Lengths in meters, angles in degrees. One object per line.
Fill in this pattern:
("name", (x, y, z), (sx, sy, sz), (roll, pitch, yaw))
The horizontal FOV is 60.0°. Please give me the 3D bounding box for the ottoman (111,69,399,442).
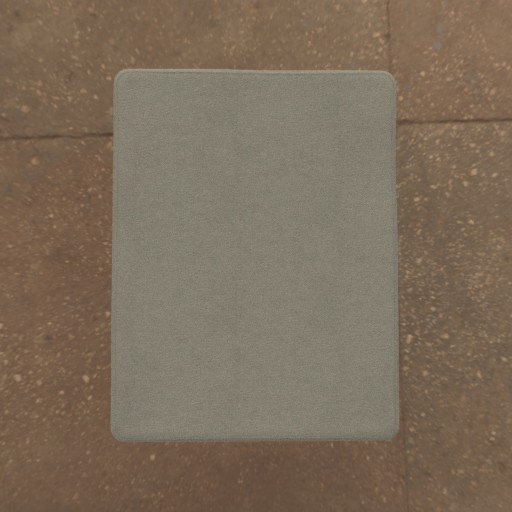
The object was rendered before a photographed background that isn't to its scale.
("ottoman", (0.000, 0.000, 1.184), (0.648, 0.461, 0.833), (0, 88, -1))
